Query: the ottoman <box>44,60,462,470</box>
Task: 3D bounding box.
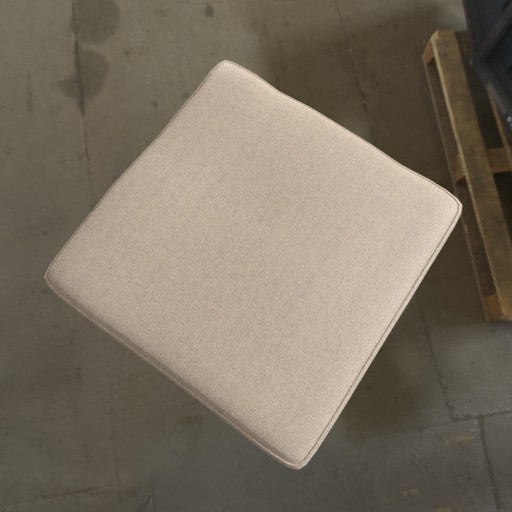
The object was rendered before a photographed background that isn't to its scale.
[{"bbox_3d":[0.000,0.000,1.348,0.838,0.481,0.838,34,78,8],"label":"ottoman"}]
